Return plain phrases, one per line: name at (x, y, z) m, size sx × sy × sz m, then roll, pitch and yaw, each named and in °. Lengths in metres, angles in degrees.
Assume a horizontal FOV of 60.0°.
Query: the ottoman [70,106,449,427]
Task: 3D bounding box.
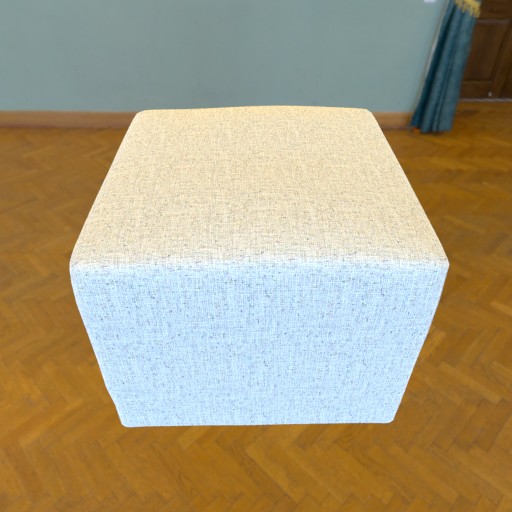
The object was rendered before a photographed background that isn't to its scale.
ottoman at (0.000, 0.000, 0.882) m, size 0.512 × 0.453 × 0.521 m, roll -1°, pitch 41°, yaw -1°
